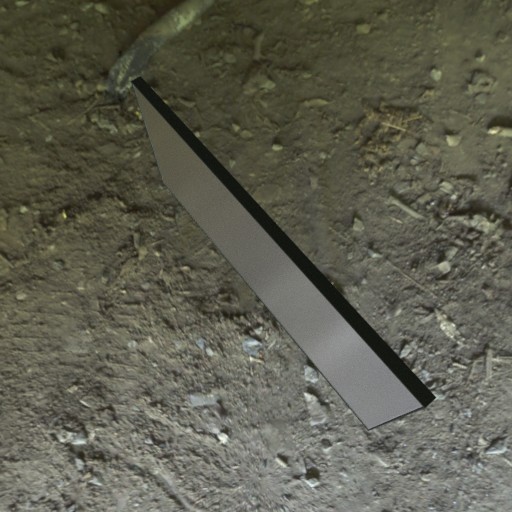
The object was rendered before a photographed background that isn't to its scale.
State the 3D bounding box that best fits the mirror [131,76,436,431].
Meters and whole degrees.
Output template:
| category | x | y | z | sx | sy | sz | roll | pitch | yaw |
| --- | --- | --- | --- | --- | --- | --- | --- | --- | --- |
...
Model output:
| category | x | y | z | sx | sy | sz | roll | pitch | yaw |
| --- | --- | --- | --- | --- | --- | --- | --- | --- | --- |
| mirror | 0.000 | 0.000 | 1.815 | 0.047 | 0.692 | 1.584 | -35 | 69 | -16 |
